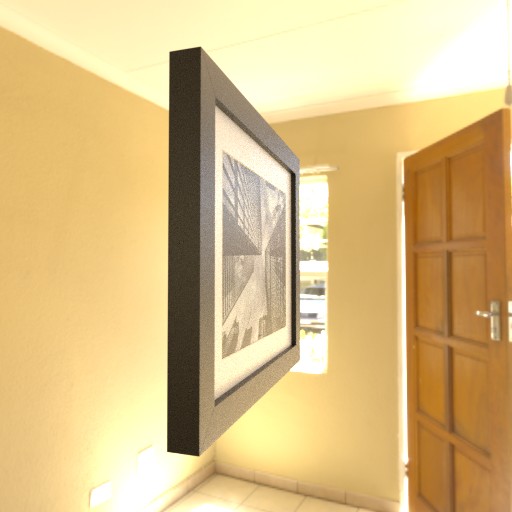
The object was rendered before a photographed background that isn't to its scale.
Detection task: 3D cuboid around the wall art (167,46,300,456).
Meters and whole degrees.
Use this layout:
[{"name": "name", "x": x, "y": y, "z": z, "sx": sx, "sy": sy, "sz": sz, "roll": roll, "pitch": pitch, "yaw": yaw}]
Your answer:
[{"name": "wall art", "x": 0.000, "y": 0.000, "z": 0.532, "sx": 0.028, "sy": 0.321, "sz": 0.381, "roll": -1, "pitch": -2, "yaw": 17}]
